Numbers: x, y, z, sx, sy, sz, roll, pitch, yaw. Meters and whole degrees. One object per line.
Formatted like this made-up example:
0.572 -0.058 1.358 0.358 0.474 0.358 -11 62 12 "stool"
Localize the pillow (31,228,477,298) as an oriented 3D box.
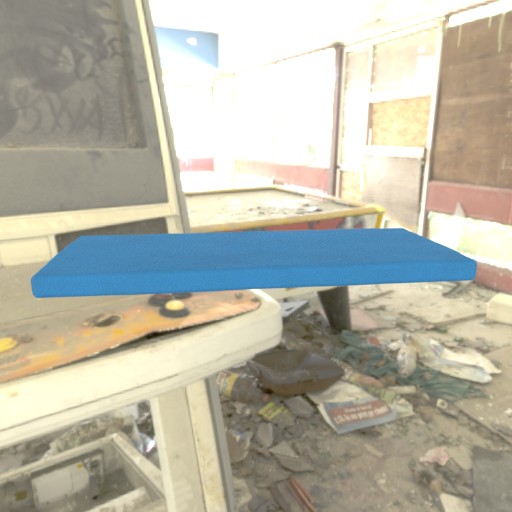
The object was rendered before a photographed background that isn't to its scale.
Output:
0.000 0.000 1.354 1.187 0.081 0.492 -2 15 -7 "pillow"
